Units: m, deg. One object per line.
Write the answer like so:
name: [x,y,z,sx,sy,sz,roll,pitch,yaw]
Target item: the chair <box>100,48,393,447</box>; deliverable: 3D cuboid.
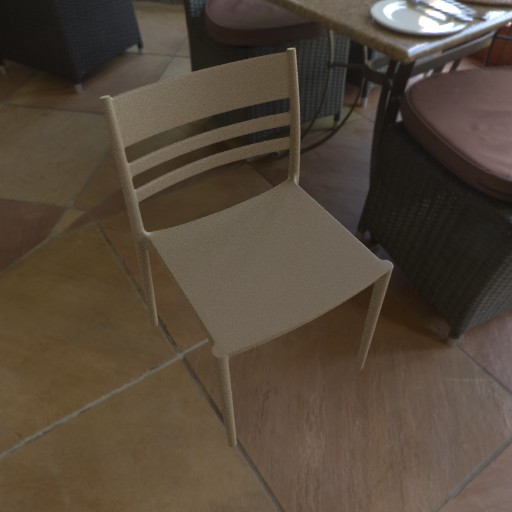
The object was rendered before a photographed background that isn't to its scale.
chair: [0.000,0.000,1.133,0.531,0.800,0.511,-24,51,-21]
